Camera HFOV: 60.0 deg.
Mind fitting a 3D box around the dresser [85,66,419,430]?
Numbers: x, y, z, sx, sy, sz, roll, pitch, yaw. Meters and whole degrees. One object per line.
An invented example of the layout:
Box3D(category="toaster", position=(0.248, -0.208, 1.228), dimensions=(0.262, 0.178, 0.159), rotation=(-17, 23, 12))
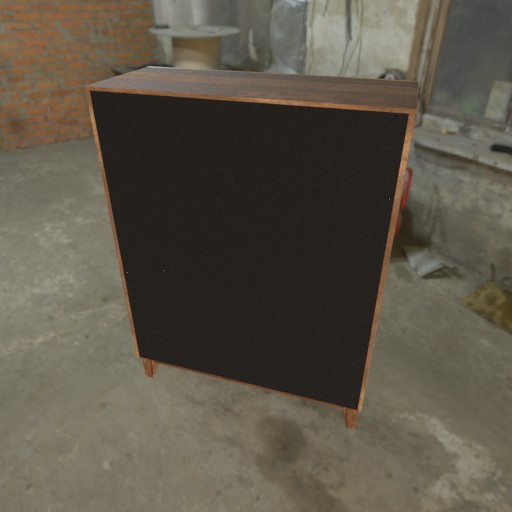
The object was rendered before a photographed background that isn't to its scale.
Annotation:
Box3D(category="dresser", position=(0.000, 0.000, 1.885), dimensions=(1.062, 1.393, 0.442), rotation=(9, 33, 15))
